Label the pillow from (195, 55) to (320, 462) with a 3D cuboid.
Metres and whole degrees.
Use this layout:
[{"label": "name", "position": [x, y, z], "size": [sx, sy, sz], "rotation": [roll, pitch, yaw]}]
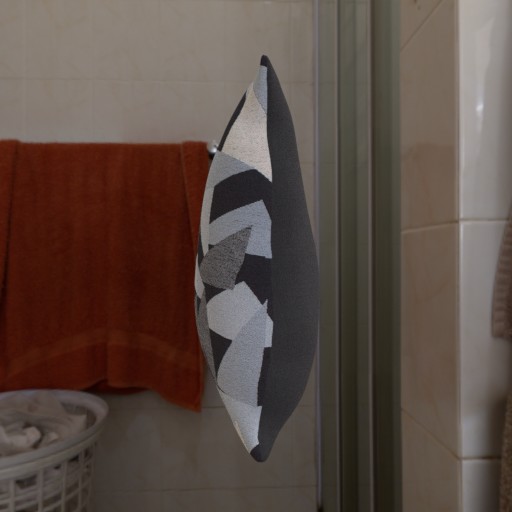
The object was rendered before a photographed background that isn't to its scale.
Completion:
[{"label": "pillow", "position": [0.000, 0.000, 0.774], "size": [0.208, 0.496, 0.503], "rotation": [0, 0, 0]}]
